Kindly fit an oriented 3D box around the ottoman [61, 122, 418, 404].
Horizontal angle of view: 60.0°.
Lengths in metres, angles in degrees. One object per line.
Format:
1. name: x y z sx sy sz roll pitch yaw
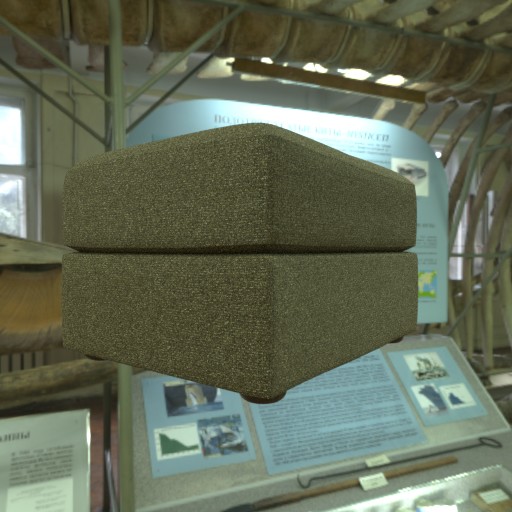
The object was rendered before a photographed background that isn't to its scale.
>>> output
1. ottoman: 0.000 0.000 1.106 0.598 0.476 0.742 1 1 37
